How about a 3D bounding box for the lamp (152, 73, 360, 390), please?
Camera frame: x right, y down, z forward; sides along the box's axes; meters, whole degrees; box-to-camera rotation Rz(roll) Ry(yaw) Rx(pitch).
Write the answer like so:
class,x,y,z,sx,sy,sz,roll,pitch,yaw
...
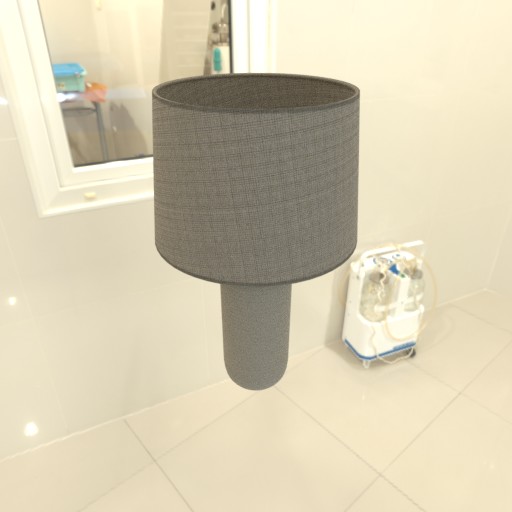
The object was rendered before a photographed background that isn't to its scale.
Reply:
class,x,y,z,sx,sy,sz,roll,pitch,yaw
lamp,0.000,0.000,0.845,0.367,0.609,0.367,0,30,0
